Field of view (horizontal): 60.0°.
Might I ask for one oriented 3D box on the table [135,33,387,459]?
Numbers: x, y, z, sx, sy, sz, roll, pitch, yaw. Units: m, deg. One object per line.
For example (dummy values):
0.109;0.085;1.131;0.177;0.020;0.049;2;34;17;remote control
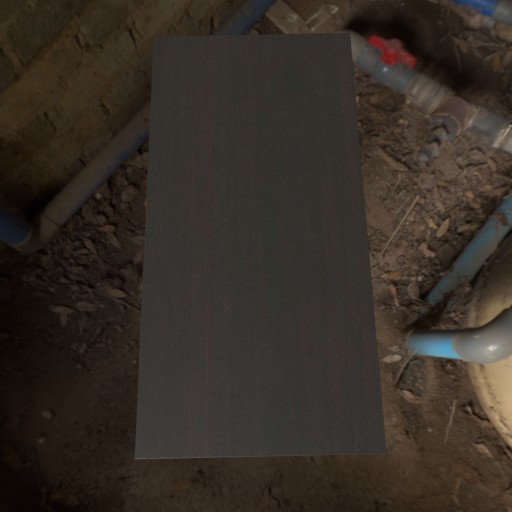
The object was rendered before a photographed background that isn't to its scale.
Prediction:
0.000;0.000;1.321;0.499;0.660;0.991;-1;76;0;table
